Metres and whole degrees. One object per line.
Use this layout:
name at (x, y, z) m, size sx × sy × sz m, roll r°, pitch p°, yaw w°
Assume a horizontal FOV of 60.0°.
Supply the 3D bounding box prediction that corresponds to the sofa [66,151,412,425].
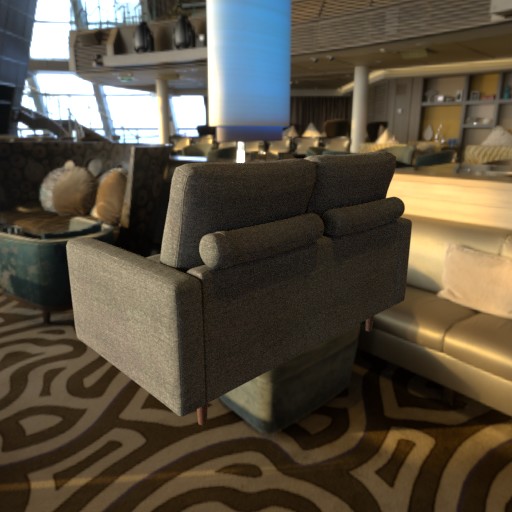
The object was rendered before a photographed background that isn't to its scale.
sofa at (0.000, 0.000, 2.012) m, size 1.407 × 0.907 × 0.842 m, roll -15°, pitch 22°, yaw -42°
